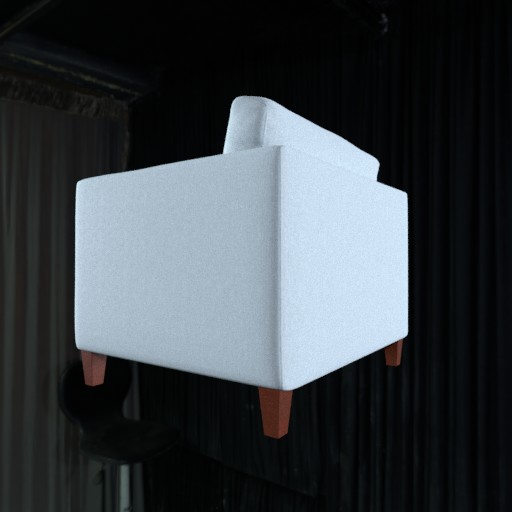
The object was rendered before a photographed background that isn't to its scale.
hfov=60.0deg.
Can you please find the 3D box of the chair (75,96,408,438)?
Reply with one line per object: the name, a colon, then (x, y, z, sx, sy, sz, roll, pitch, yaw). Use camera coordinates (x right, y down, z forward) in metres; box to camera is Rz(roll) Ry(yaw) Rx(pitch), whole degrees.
chair: (0.000, 0.000, 1.824, 0.953, 0.961, 1.107, 0, 0, 36)
